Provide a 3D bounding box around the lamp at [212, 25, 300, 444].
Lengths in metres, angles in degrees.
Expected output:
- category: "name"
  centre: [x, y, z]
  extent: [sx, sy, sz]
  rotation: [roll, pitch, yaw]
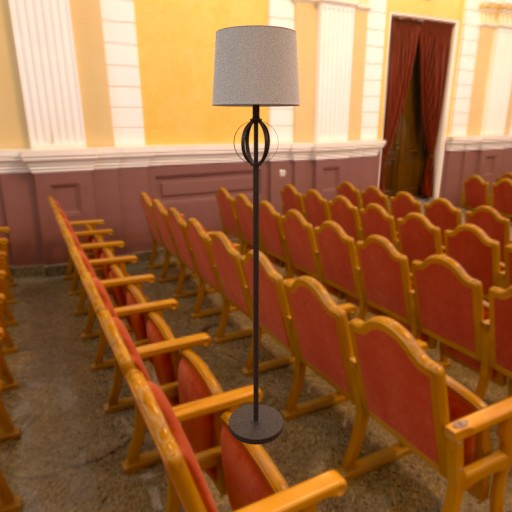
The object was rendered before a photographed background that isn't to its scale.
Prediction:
- category: "lamp"
  centre: [0.000, 0.000, 1.606]
  extent: [0.286, 1.462, 0.286]
  rotation: [-9, 19, -26]
